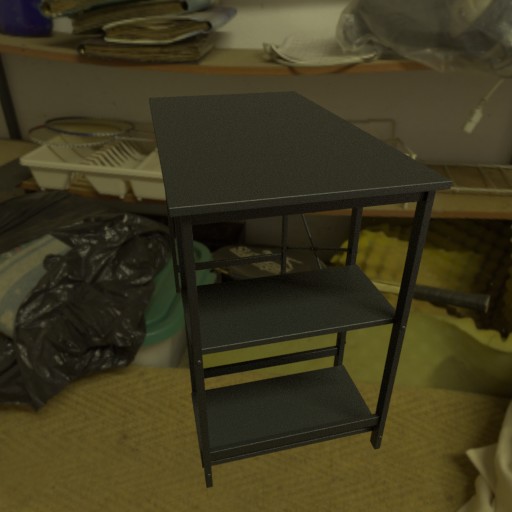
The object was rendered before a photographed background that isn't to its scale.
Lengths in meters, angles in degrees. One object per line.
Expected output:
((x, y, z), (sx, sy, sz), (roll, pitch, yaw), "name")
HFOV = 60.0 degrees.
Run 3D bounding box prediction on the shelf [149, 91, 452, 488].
((0.000, 0.000, 1.302), (0.498, 0.749, 0.902), (-7, 31, -12), "shelf")
